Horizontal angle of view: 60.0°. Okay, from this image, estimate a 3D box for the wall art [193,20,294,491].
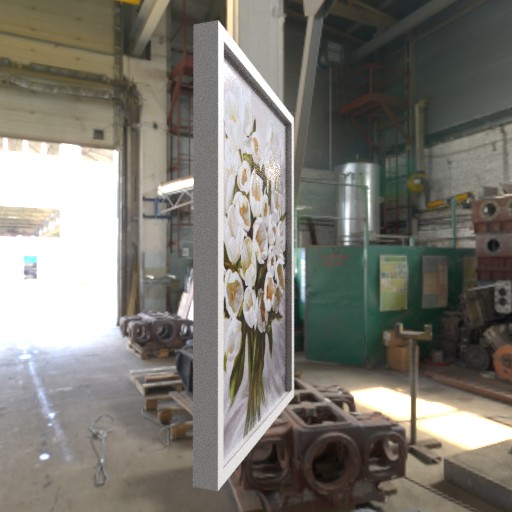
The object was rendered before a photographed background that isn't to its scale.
[{"bbox_3d":[0.000,0.000,0.838,0.038,0.657,0.450,0,-1,18],"label":"wall art"}]
